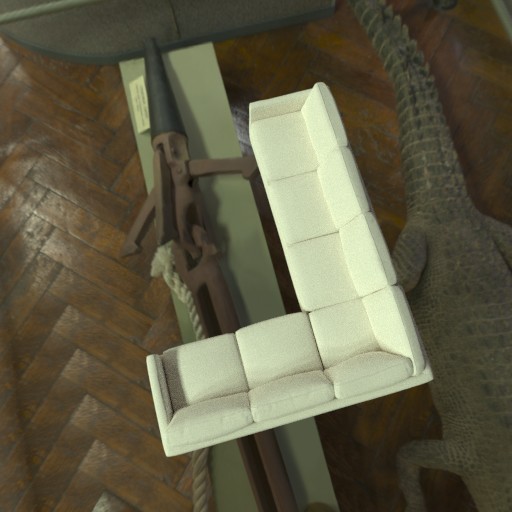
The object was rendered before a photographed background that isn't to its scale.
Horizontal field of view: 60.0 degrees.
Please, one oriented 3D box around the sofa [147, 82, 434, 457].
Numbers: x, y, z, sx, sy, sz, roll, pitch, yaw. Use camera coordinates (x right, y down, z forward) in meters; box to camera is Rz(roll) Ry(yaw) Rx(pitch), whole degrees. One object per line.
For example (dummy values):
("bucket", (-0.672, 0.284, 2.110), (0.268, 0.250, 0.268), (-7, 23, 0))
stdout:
("sofa", (0.000, 0.000, 4.641), (2.593, 0.947, 3.302), (-15, 76, -4))
